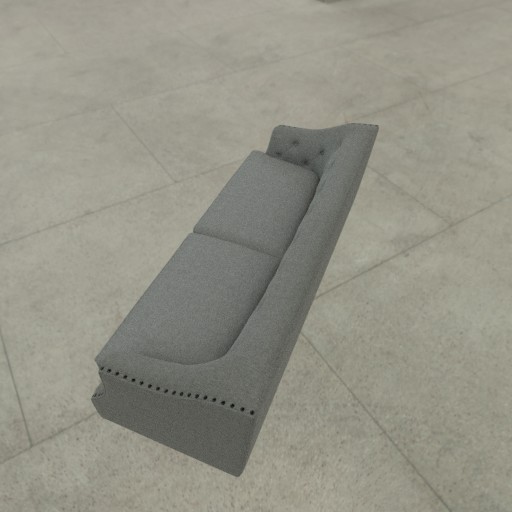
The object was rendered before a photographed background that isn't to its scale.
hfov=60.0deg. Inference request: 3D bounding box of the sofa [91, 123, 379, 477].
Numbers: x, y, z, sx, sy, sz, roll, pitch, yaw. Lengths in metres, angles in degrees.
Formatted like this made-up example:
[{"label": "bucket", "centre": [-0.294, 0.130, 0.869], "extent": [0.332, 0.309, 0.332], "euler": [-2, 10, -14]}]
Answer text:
[{"label": "sofa", "centre": [0.000, 0.000, 2.715], "extent": [0.914, 0.901, 2.235], "euler": [16, 48, 15]}]
